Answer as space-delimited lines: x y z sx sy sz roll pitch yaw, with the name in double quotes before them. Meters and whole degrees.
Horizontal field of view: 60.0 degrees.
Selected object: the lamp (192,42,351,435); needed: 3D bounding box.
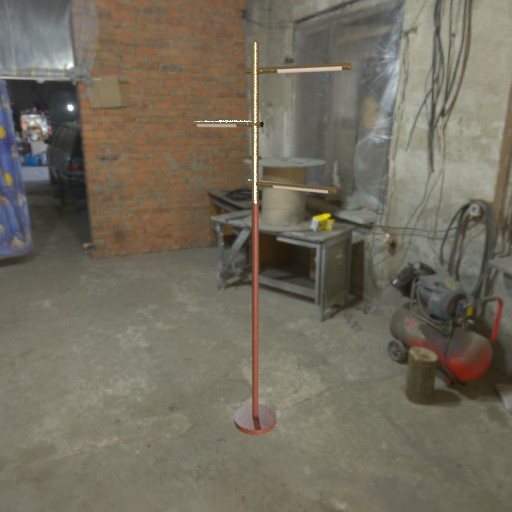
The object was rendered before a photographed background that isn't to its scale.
"lamp" 0.000 0.000 1.943 0.737 1.704 0.209 9 19 27
